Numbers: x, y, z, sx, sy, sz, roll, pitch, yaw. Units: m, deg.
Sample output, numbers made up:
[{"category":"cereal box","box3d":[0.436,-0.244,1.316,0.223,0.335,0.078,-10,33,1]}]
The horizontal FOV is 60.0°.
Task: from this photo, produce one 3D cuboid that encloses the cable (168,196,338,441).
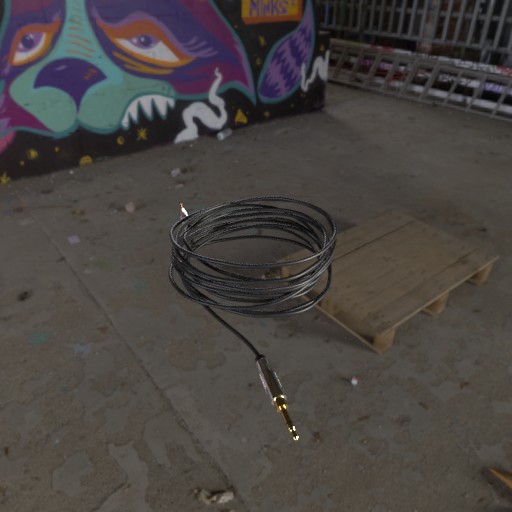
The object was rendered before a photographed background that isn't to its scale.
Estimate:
[{"category":"cable","box3d":[0.000,0.000,0.505,0.198,0.069,0.432,-10,34,-15]}]
